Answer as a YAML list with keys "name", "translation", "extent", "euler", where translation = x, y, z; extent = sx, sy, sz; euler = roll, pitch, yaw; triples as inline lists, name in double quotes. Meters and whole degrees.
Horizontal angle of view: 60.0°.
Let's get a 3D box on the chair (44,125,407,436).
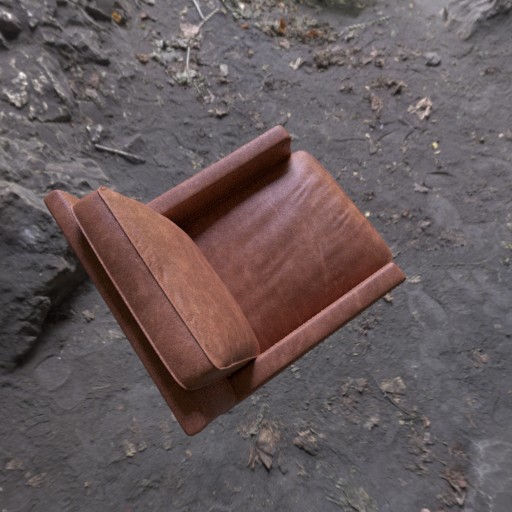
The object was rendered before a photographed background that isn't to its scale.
- name: "chair"
  translation: [0.000, 0.000, 1.784]
  extent: [1.035, 1.054, 0.854]
  euler: [-34, 76, -10]
